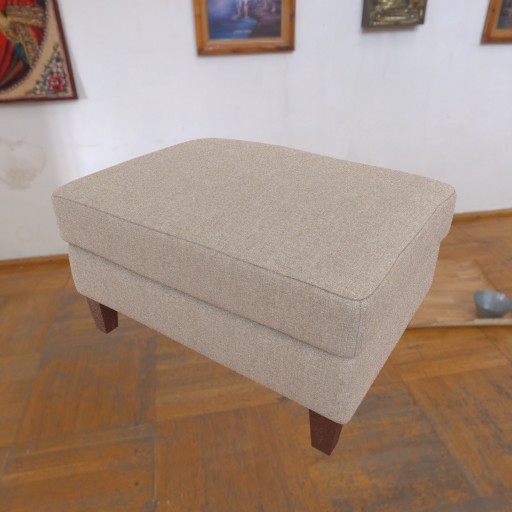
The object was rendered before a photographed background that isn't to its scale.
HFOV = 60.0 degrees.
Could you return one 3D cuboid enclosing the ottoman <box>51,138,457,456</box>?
[{"bbox_3d":[0.000,0.000,1.276,0.898,0.519,0.677,19,34,29],"label":"ottoman"}]
